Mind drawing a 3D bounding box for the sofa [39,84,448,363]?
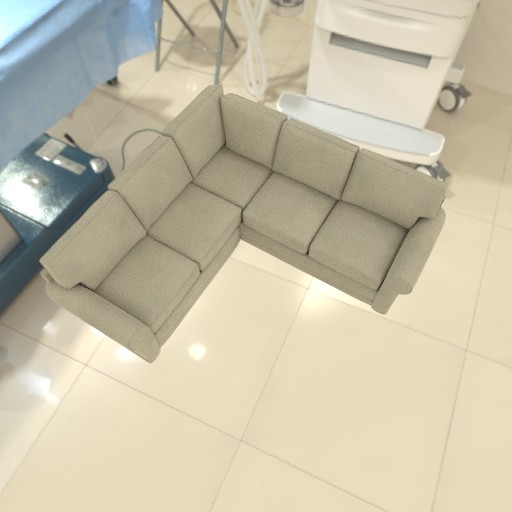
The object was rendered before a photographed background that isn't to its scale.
[{"bbox_3d":[0.000,0.000,3.849,2.562,1.053,2.487,27,63,16],"label":"sofa"}]
